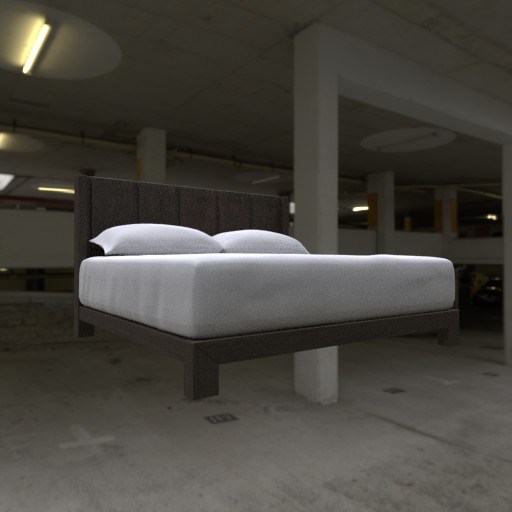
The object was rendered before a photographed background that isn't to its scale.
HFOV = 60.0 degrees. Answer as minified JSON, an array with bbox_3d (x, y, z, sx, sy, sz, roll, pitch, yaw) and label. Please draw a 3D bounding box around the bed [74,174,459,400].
[{"bbox_3d":[0.000,0.000,3.354,2.134,1.270,2.012,0,-1,-36],"label":"bed"}]
